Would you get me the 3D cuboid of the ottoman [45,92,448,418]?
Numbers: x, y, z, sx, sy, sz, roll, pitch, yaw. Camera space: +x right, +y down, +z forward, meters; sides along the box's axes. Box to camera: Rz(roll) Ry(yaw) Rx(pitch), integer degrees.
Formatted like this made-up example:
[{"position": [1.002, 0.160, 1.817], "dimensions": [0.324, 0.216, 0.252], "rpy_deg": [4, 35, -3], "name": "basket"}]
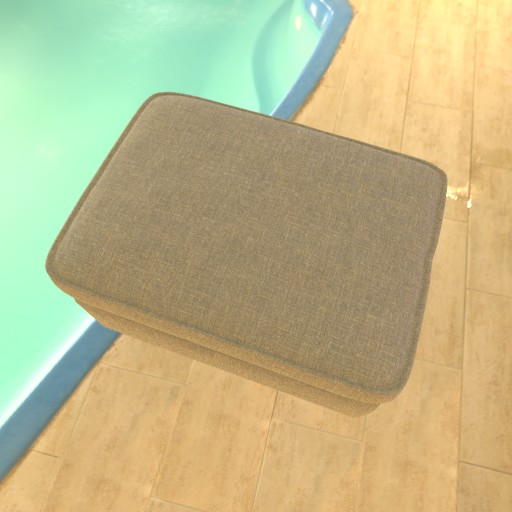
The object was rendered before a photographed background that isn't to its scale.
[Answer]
[{"position": [0.000, 0.000, 1.110], "dimensions": [0.762, 0.457, 0.559], "rpy_deg": [18, 65, 9], "name": "ottoman"}]
